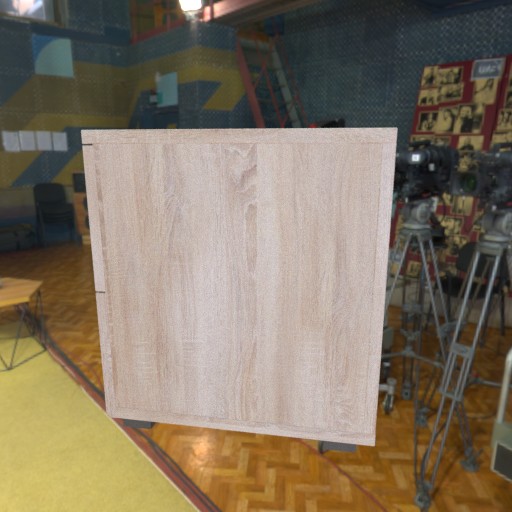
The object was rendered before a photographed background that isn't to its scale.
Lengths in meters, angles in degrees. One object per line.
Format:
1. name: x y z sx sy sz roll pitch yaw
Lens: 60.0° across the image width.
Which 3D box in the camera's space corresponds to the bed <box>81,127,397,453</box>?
1. bed: 0.000 0.000 0.794 0.401 0.420 0.460 2 14 10
